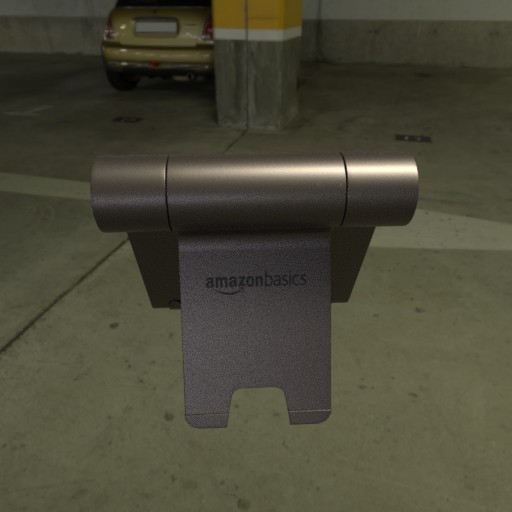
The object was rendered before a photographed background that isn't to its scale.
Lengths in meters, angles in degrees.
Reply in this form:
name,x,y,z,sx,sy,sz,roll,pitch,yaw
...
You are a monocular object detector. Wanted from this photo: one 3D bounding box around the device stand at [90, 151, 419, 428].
name,x,y,z,sx,sy,sz,roll,pitch,yaw
device stand,0.000,0.000,0.157,0.088,0.084,0.079,-1,30,-2
